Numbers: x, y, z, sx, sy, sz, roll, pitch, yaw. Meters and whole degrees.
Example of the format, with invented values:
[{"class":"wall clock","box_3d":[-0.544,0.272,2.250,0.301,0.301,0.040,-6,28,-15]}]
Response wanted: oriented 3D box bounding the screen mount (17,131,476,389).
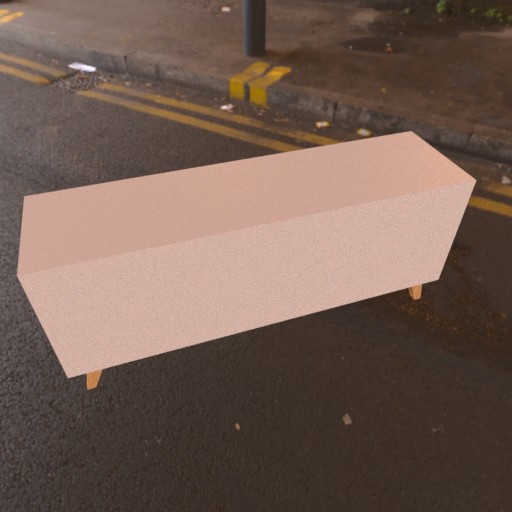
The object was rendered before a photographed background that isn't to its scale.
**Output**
[{"class":"screen mount","box_3d":[0.000,0.000,1.715,1.490,0.619,0.400,-13,43,-14]}]
